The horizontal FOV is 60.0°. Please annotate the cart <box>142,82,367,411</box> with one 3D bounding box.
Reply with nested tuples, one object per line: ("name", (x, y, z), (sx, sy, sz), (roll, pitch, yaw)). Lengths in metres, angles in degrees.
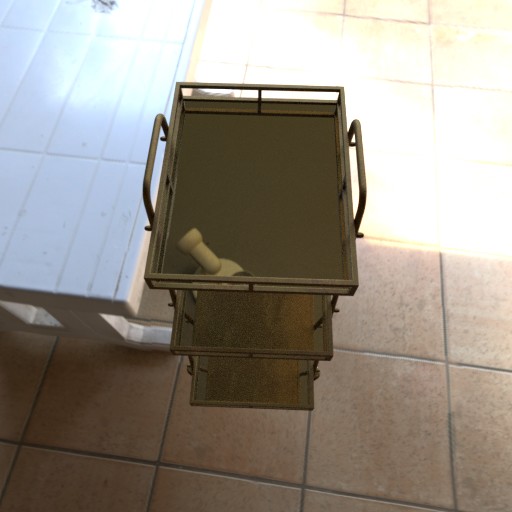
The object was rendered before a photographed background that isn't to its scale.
("cart", (0.000, 0.000, 1.232), (0.441, 0.883, 0.711), (2, 63, 1))
